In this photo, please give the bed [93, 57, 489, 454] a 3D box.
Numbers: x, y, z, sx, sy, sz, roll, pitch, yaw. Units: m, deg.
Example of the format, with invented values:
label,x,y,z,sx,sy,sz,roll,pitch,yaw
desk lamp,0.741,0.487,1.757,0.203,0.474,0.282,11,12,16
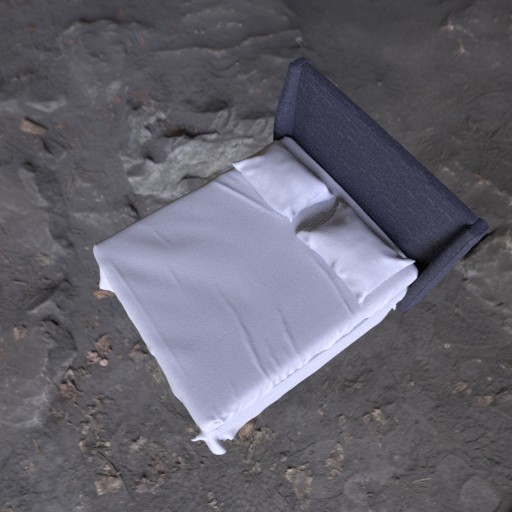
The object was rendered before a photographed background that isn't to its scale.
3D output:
label,x,y,z,sx,sy,sz,roll,pitch,yaw
bed,0.000,0.000,3.393,2.276,1.332,1.925,-33,68,-15
